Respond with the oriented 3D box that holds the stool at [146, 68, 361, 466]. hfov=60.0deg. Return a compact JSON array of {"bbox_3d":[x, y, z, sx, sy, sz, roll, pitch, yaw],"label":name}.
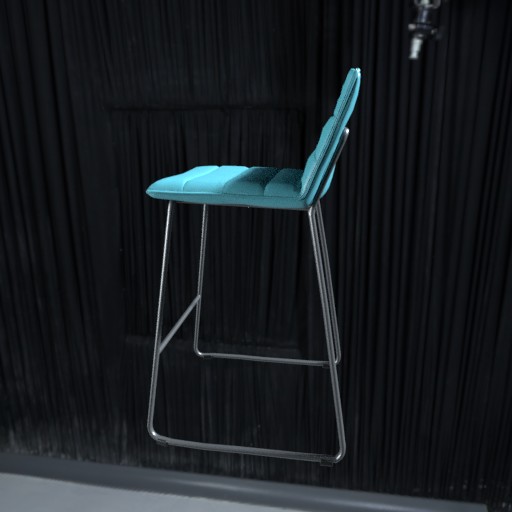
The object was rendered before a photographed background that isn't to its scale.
[{"bbox_3d":[0.000,0.000,1.239,0.524,0.936,0.489,3,17,8],"label":"stool"}]
